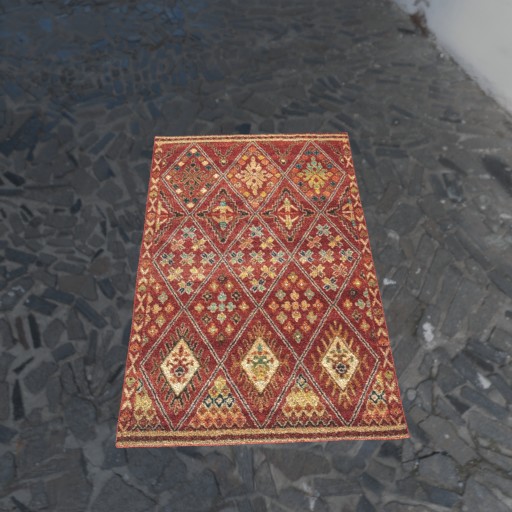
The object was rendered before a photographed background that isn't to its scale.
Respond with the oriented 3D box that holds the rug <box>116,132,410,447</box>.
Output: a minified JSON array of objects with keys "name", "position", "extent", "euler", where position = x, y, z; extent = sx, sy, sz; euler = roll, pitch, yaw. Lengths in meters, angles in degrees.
[{"name":"rug","position":[0.000,0.000,2.894],"extent":[1.521,0.026,2.286],"euler":[-2,58,-1]}]
